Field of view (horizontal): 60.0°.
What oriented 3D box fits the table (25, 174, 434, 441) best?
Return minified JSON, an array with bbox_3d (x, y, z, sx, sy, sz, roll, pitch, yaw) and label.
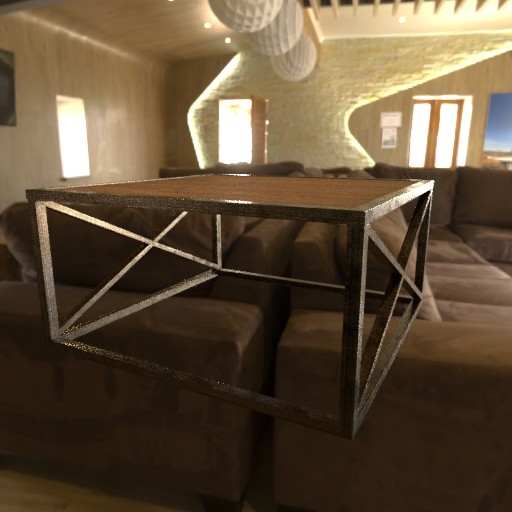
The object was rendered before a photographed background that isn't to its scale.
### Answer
[{"bbox_3d":[0.000,0.000,1.405,0.909,0.451,0.899,7,15,27],"label":"table"}]
